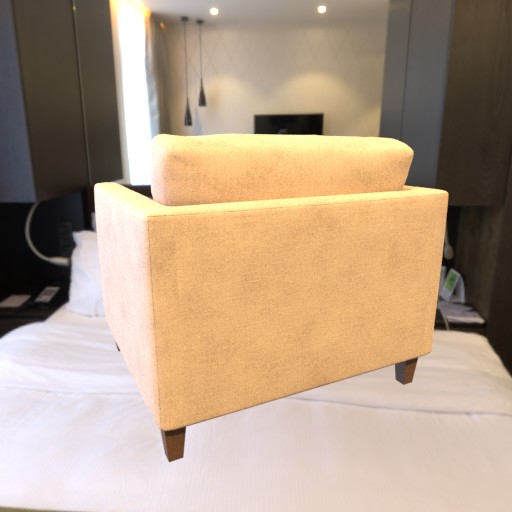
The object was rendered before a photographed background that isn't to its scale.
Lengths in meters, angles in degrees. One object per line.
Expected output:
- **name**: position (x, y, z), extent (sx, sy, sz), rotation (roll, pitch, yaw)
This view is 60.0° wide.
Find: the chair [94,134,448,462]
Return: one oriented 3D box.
- **chair**: position (0.000, 0.000, 1.822), extent (1.133, 0.961, 0.959), rotation (-7, 16, -26)
